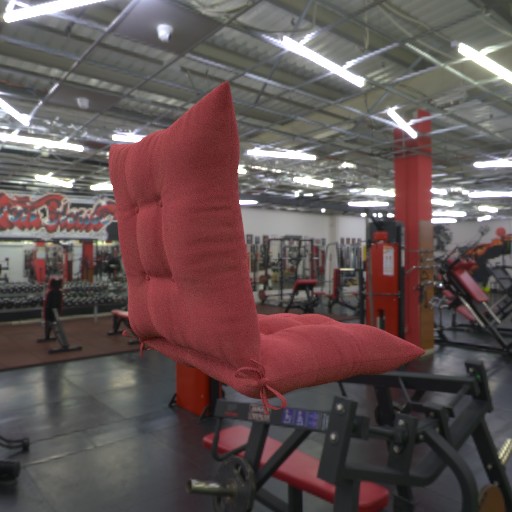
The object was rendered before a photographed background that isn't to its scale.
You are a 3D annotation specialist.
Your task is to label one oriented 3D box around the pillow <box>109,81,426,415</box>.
[{"bbox_3d":[0.000,0.000,1.016,0.585,0.536,0.541,0,0,-37],"label":"pillow"}]
